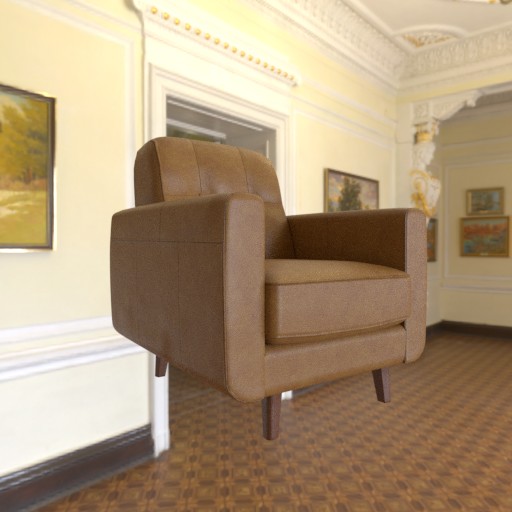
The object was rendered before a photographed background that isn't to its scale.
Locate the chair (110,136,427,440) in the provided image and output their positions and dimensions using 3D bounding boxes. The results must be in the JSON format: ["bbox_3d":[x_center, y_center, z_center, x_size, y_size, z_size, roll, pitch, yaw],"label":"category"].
[{"bbox_3d":[0.000,0.000,1.656,0.845,0.968,0.942,-1,1,-36],"label":"chair"}]
